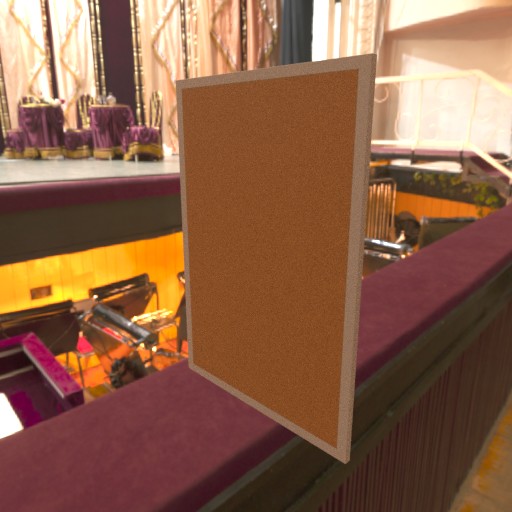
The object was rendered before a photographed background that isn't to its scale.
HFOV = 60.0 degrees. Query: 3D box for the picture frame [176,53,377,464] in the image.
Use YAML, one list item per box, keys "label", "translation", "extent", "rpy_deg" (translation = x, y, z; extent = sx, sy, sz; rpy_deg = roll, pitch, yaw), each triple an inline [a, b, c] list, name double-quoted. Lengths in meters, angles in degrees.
- label: "picture frame"
  translation: [0.000, 0.000, 0.843]
  extent: [0.013, 0.657, 0.457]
  rpy_deg: [-15, 21, -42]
